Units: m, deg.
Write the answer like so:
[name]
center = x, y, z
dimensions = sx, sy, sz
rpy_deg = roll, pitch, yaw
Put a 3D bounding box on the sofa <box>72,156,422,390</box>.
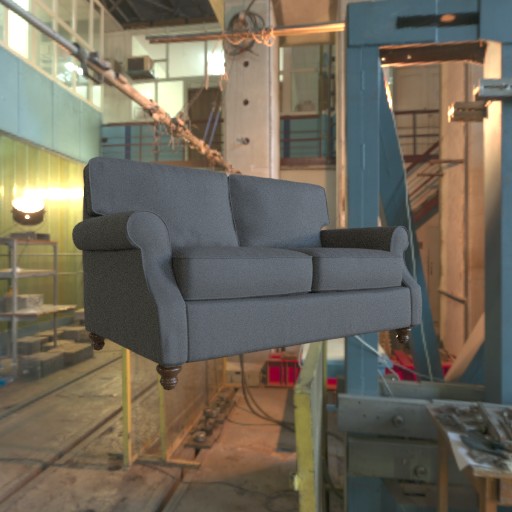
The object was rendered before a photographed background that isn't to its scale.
[sofa]
center = 0.000, 0.000, 2.286
dimensions = 1.665, 0.937, 0.964
rpy_deg = 0, 0, -37
